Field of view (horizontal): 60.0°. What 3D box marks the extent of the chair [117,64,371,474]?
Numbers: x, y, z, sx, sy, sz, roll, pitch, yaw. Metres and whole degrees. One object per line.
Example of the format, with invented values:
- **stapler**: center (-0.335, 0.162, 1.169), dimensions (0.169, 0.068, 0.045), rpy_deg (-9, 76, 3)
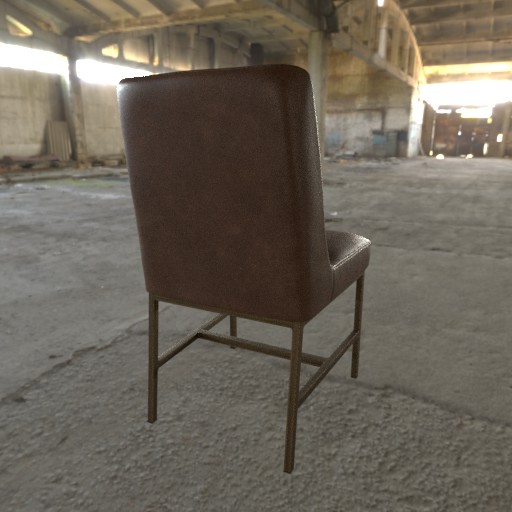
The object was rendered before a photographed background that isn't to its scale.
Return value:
- **chair**: center (0.000, 0.000, 1.222), dimensions (0.508, 0.889, 0.587), rpy_deg (8, 17, 26)
